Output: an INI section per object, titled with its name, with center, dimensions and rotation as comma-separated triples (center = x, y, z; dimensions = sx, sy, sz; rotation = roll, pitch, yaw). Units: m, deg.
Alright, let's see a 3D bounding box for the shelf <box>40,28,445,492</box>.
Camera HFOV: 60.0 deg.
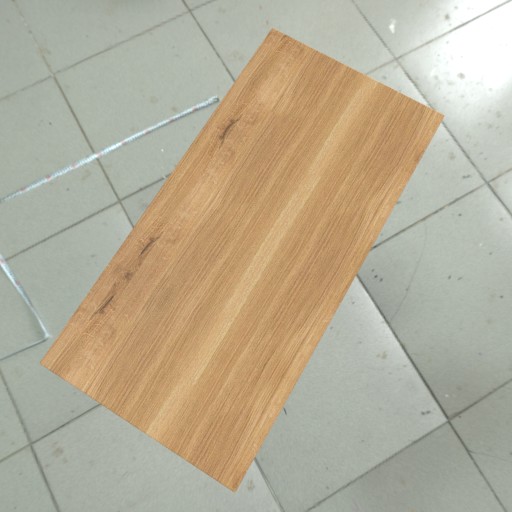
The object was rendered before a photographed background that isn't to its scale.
[shelf]
center = 0.000, 0.000, 1.020
dimensions = 0.400, 0.400, 0.800
rotation = 30, 78, 7
